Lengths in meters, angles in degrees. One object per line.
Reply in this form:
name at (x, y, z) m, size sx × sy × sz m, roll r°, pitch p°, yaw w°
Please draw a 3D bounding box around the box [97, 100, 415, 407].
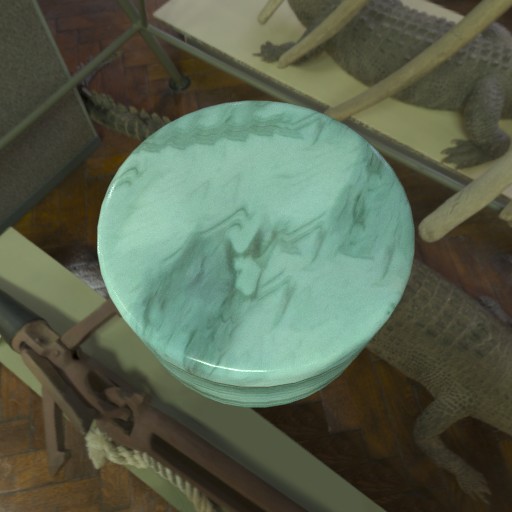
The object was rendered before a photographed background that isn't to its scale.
box at (0.000, 0.000, 0.166) m, size 0.101 × 0.063 × 0.101 m, roll 0°, pitch 64°, yaw 0°
